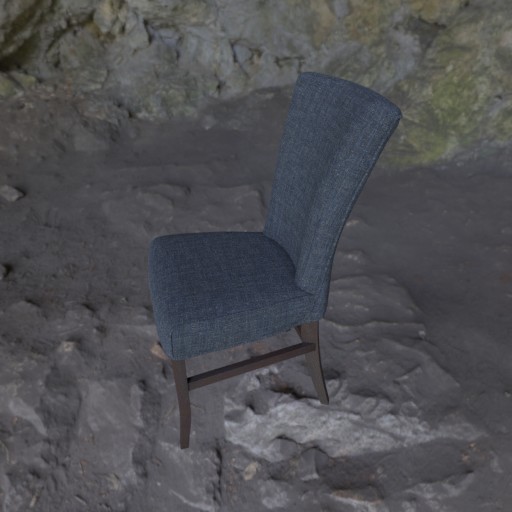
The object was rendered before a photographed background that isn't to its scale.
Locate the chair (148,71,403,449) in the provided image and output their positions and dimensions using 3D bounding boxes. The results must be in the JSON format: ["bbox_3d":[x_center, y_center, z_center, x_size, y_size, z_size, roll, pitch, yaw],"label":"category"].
[{"bbox_3d":[0.000,0.000,1.373,0.660,0.991,0.520,-8,31,-14],"label":"chair"}]
